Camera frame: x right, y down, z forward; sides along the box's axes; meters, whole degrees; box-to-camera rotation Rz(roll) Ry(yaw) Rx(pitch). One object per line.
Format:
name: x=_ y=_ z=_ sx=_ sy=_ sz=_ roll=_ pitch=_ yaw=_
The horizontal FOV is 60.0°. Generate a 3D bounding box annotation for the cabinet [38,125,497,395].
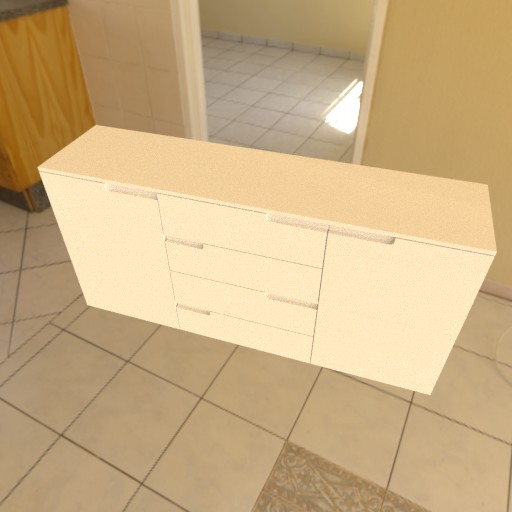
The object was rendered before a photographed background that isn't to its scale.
cabinet: x=0.000 y=0.000 z=1.929 sx=1.650 sy=0.800 sz=0.400 roll=12 pitch=42 yaw=13
